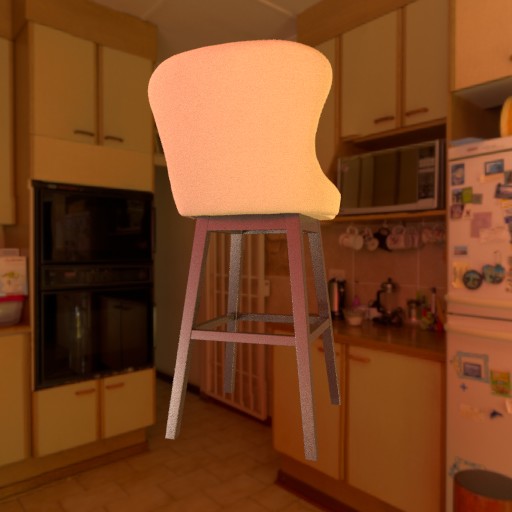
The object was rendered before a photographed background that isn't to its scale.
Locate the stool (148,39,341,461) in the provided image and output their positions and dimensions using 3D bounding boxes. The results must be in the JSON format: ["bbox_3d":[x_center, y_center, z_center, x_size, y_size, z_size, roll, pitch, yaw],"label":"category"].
[{"bbox_3d":[0.000,0.000,1.381,0.528,1.066,0.605,0,1,19],"label":"stool"}]
